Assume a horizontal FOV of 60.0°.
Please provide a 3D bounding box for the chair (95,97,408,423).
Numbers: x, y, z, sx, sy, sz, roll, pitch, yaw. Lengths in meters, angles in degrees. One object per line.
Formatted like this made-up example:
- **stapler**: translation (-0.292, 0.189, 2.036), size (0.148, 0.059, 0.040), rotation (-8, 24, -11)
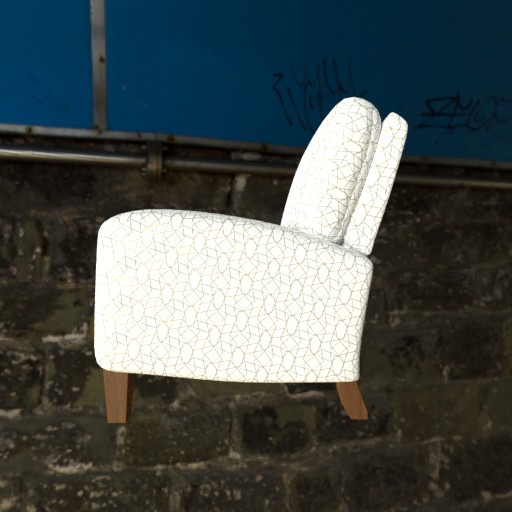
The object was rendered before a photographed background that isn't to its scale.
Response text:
- **chair**: translation (0.000, 0.000, 1.747), size (0.995, 1.064, 0.796), rotation (0, -2, 0)
